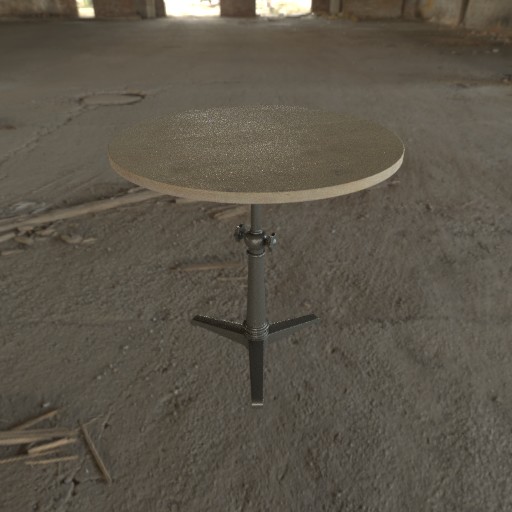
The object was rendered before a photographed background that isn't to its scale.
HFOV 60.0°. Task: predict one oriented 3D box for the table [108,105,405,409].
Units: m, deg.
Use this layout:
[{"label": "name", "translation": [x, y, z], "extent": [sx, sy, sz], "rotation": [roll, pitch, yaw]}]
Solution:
[{"label": "table", "translation": [0.000, 0.000, 1.442], "extent": [0.800, 0.780, 0.800], "rotation": [0, 31, 0]}]
